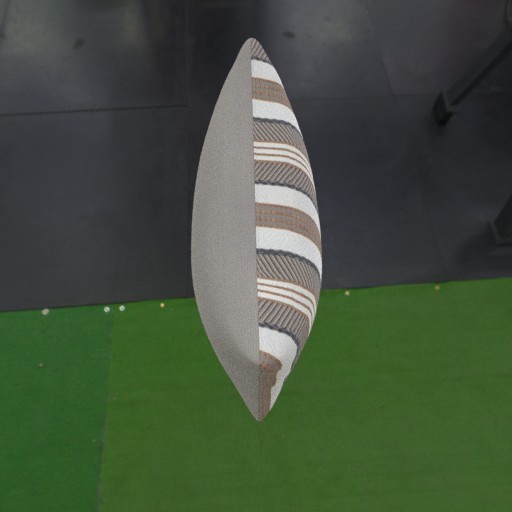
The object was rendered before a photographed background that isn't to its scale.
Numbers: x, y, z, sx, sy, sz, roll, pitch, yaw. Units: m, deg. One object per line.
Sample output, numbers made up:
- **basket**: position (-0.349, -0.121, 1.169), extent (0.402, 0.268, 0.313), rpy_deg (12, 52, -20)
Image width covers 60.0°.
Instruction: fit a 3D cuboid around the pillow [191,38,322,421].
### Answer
- **pillow**: position (0.000, 0.000, 0.637), extent (0.173, 0.401, 0.416), rpy_deg (-1, 63, -1)
